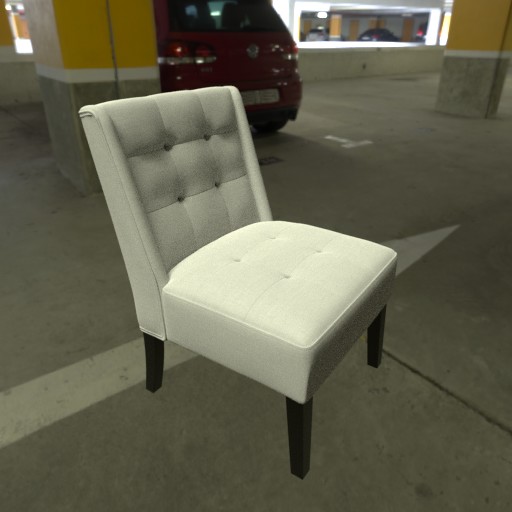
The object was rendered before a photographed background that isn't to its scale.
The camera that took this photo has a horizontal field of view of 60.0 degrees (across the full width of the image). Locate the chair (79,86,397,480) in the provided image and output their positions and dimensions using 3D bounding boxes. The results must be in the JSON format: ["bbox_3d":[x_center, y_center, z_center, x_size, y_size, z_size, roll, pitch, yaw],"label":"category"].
[{"bbox_3d":[0.000,0.000,1.276,0.676,0.853,0.569,17,31,31],"label":"chair"}]
